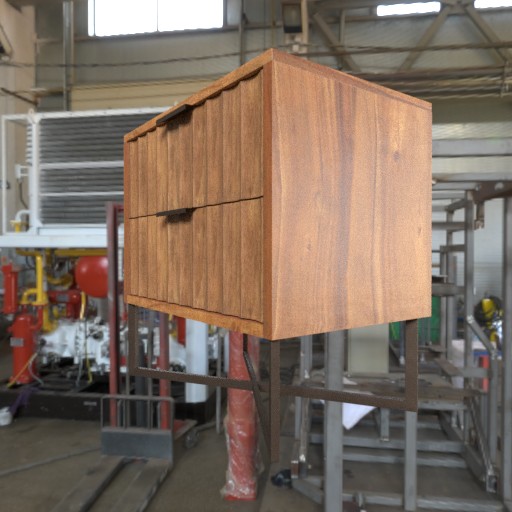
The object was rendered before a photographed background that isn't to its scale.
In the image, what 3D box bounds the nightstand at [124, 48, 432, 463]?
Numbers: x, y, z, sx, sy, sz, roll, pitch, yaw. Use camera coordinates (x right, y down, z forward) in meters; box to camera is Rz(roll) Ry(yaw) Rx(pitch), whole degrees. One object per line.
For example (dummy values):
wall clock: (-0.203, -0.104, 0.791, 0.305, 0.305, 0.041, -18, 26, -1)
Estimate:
nightstand: (0.000, 0.000, 1.013, 0.427, 0.615, 0.613, 0, 1, -36)
